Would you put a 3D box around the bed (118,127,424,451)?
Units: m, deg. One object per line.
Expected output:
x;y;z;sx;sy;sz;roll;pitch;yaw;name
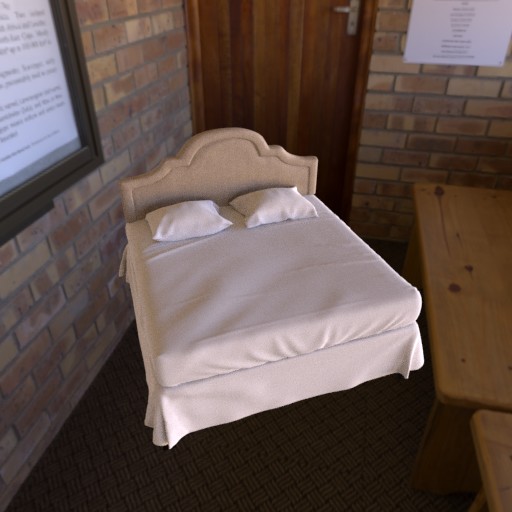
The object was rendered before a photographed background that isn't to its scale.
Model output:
0.000;0.000;3.757;2.303;1.631;2.222;-11;34;-16;bed
